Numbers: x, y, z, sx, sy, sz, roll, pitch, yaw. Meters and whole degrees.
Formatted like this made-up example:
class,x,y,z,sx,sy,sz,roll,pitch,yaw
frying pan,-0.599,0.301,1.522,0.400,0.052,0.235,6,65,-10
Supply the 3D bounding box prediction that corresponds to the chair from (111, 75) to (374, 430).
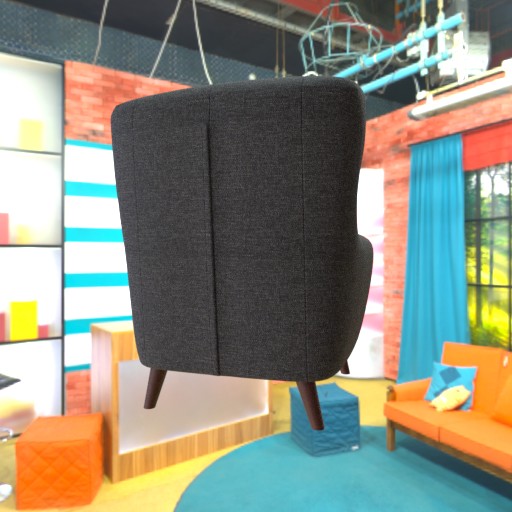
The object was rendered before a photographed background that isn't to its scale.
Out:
class,x,y,z,sx,sy,sz,roll,pitch,yaw
chair,0.000,0.000,1.736,0.878,1.063,0.904,0,0,18
